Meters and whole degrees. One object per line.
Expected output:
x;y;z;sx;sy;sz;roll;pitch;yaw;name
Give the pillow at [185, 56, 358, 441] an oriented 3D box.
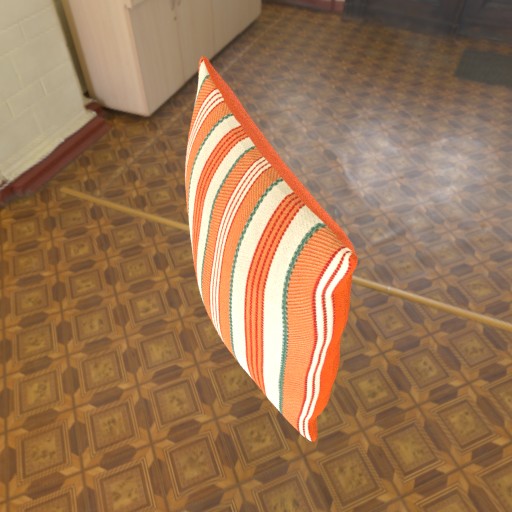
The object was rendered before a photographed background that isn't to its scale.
0.000;0.000;0.672;0.182;0.441;0.440;-17;49;-15;pillow
